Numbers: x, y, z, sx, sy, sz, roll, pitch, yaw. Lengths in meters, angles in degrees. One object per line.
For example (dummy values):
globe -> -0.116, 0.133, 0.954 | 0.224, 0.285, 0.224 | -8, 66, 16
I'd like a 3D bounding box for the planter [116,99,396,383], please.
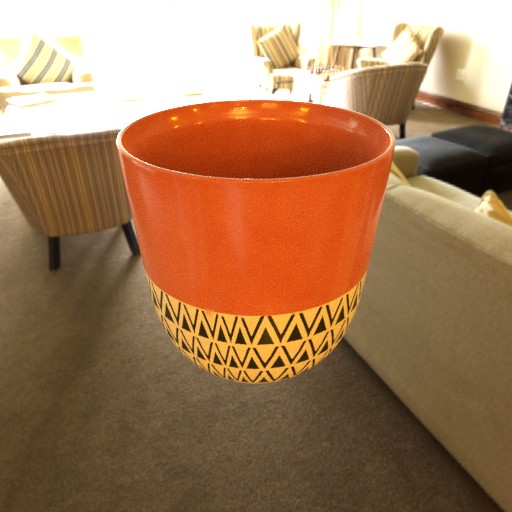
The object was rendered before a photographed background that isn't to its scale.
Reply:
planter -> 0.000, 0.000, 0.375 | 0.195, 0.214, 0.195 | 0, 32, 0
